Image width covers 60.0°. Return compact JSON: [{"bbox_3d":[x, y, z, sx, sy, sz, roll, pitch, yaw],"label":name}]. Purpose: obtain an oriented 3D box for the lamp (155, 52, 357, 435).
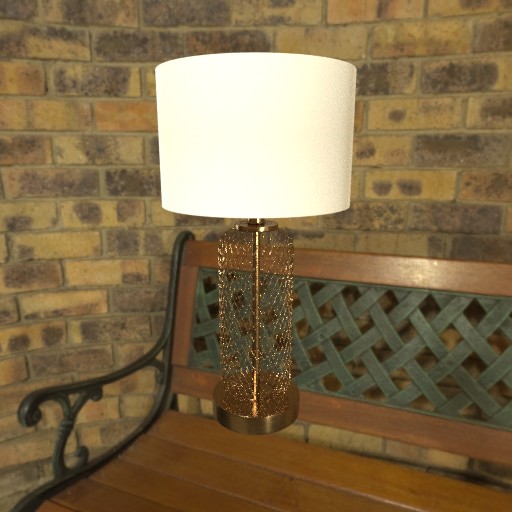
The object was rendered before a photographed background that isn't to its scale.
[{"bbox_3d":[0.000,0.000,0.625,0.252,0.483,0.252,-2,14,-8],"label":"lamp"}]
